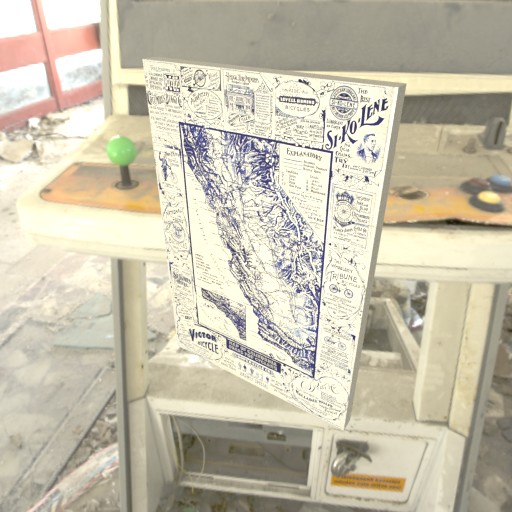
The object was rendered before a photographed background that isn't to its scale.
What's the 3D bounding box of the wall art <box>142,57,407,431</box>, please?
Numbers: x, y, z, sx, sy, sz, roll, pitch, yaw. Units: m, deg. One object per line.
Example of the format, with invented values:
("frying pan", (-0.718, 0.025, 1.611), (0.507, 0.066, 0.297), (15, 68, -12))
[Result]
("wall art", (0.000, 0.000, 0.959), (0.511, 0.753, 0.039), (19, 36, 28))
